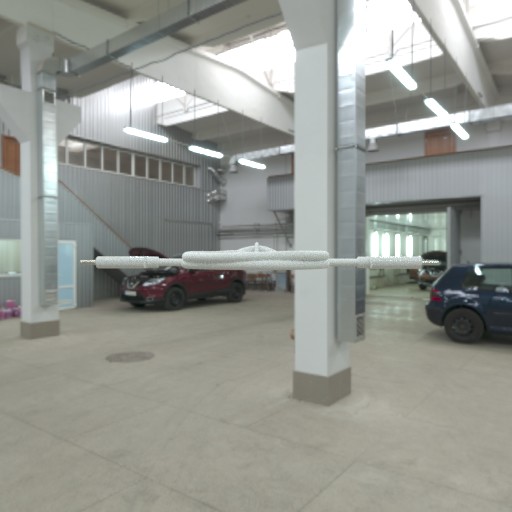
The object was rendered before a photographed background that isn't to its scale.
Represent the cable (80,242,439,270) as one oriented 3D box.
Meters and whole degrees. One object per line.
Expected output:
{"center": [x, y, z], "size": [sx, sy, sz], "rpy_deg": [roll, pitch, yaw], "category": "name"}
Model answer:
{"center": [0.000, 0.000, 0.208], "size": [0.186, 0.014, 0.070], "rpy_deg": [0, 0, 1], "category": "cable"}
